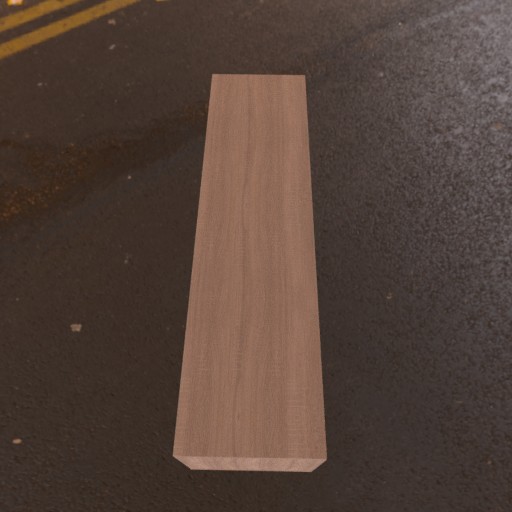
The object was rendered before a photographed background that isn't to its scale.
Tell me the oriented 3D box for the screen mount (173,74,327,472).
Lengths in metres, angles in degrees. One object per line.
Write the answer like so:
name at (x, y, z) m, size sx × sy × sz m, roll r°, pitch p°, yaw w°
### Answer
screen mount at (0.000, 0.000, 1.736) m, size 0.401 × 0.509 × 1.500 m, roll 1°, pitch 60°, yaw 1°
